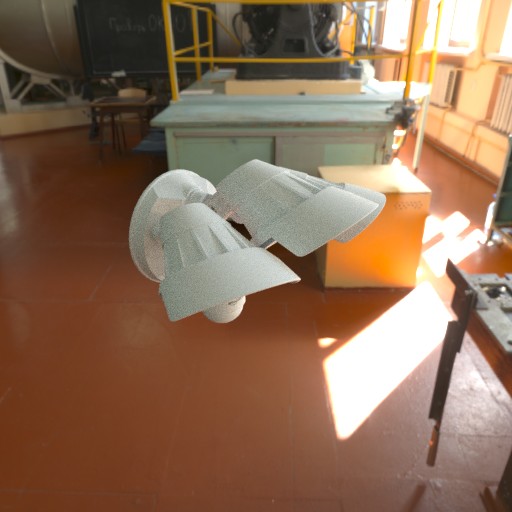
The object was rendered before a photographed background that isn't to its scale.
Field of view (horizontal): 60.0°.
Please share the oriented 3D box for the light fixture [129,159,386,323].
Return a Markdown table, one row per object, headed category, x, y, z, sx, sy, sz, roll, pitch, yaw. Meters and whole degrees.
| category | x | y | z | sx | sy | sz | roll | pitch | yaw |
| --- | --- | --- | --- | --- | --- | --- | --- | --- | --- |
| light fixture | 0.000 | 0.000 | 0.547 | 0.278 | 0.237 | 0.369 | 18 | 32 | 32 |
